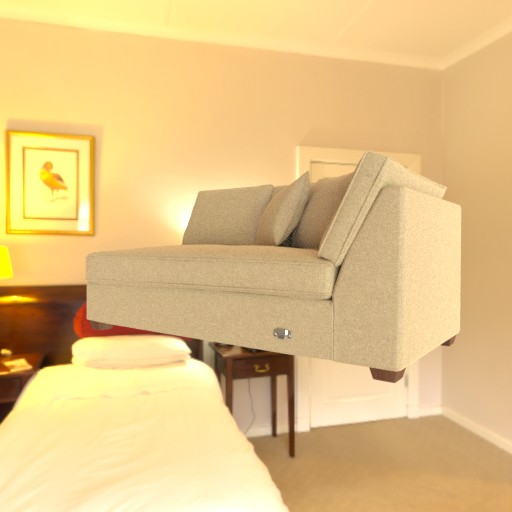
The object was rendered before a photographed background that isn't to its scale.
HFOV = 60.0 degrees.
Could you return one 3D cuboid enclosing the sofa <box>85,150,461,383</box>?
[{"bbox_3d":[0.000,0.000,2.860,2.237,1.033,1.110,1,1,36],"label":"sofa"}]
